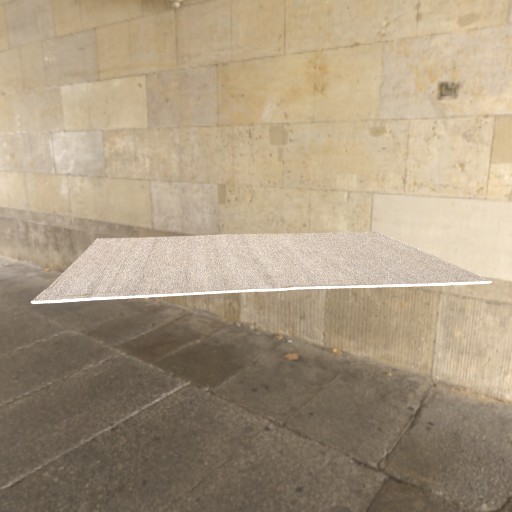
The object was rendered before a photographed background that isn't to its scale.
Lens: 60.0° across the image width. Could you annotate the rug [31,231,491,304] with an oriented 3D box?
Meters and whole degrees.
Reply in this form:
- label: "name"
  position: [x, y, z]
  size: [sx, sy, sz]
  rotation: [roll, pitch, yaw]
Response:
- label: "rug"
  position: [0.000, 0.000, 2.281]
  size: [1.820, 0.022, 1.179]
  rotation: [-2, 13, -8]
